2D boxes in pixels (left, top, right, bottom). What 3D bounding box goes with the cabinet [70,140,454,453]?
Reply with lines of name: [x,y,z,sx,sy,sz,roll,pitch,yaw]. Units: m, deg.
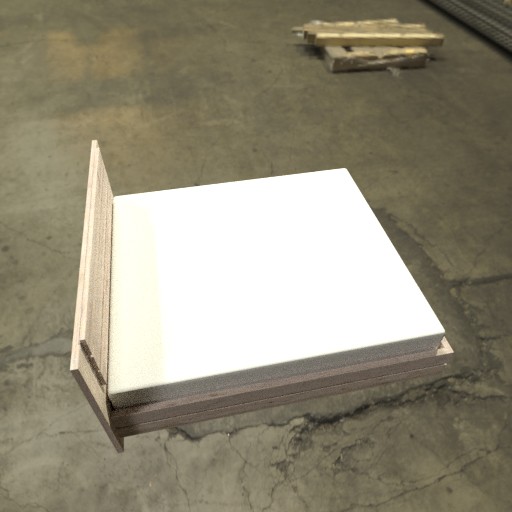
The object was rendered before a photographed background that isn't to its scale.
cabinet: [0.000,0.000,3.103,2.080,0.970,1.950,-8,46,-8]
